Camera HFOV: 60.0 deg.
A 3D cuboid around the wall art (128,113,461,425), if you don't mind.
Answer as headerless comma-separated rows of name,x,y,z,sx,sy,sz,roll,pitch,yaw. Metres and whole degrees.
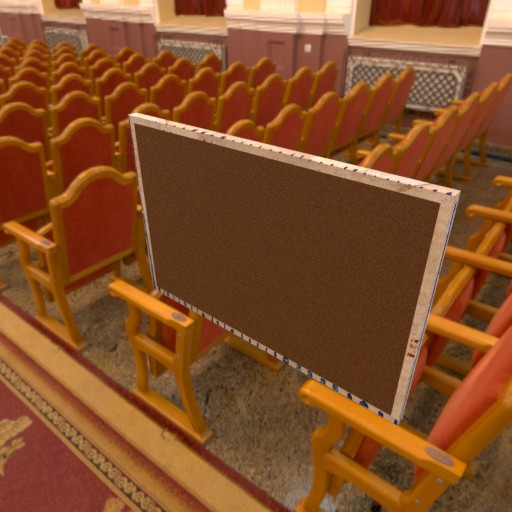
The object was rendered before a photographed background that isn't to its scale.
wall art,0.000,0.000,1.187,0.919,0.609,0.030,23,38,33
